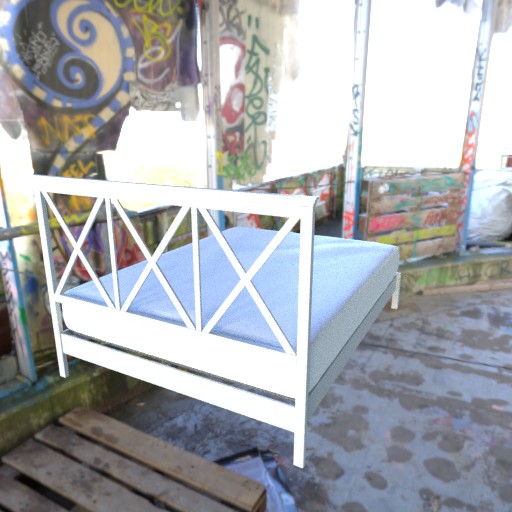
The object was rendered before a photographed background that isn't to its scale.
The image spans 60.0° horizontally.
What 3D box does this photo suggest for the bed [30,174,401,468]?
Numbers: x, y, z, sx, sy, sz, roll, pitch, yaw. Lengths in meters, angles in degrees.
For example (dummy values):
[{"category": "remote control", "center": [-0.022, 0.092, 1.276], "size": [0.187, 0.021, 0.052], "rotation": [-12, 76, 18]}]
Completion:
[{"category": "bed", "center": [0.000, 0.000, 3.135], "size": [1.673, 1.253, 2.135], "rotation": [9, 19, 27]}]
